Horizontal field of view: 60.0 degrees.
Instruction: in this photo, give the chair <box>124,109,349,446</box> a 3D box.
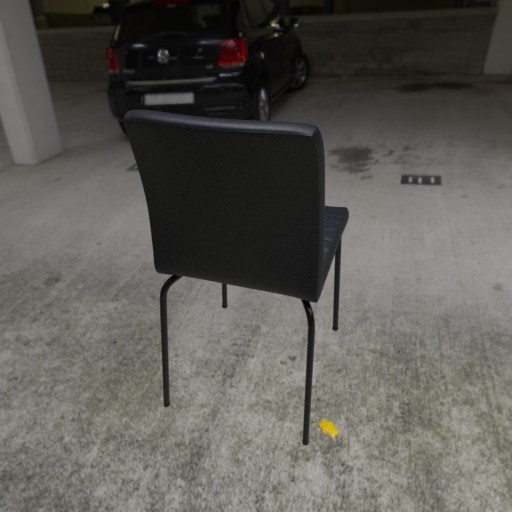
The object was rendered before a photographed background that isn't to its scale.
[{"bbox_3d":[0.000,0.000,1.209,0.450,0.872,0.572,9,33,15],"label":"chair"}]
